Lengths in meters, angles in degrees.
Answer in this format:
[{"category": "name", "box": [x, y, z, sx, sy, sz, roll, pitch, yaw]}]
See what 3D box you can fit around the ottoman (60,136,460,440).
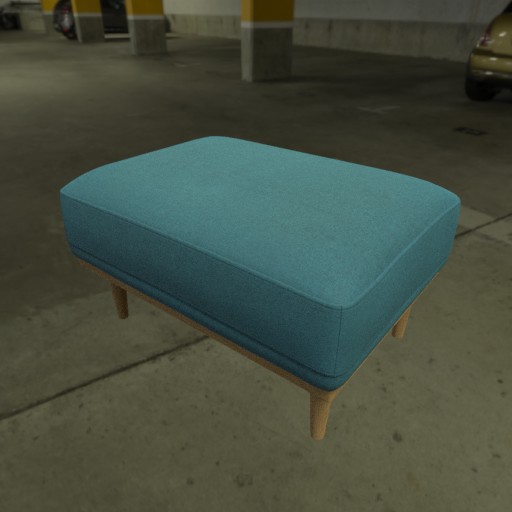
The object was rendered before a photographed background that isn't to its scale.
[{"category": "ottoman", "box": [0.000, 0.000, 1.052, 0.749, 0.428, 0.549, 21, 36, 33]}]
